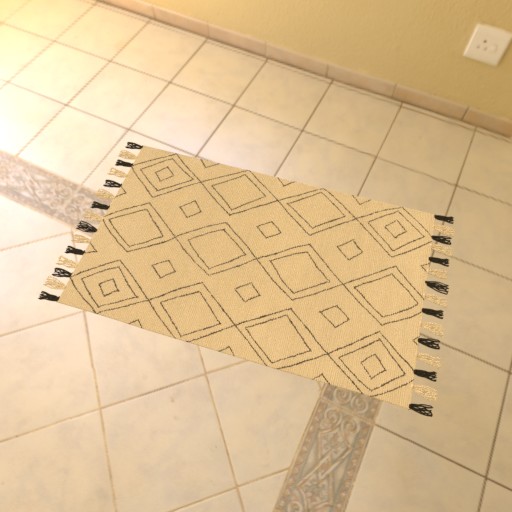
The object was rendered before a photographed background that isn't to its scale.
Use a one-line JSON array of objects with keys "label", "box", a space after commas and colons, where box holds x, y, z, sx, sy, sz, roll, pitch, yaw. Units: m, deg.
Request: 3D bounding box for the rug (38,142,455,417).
[{"label": "rug", "box": [0.000, 0.000, 3.240, 2.755, 0.021, 1.524, 15, 63, 8]}]
